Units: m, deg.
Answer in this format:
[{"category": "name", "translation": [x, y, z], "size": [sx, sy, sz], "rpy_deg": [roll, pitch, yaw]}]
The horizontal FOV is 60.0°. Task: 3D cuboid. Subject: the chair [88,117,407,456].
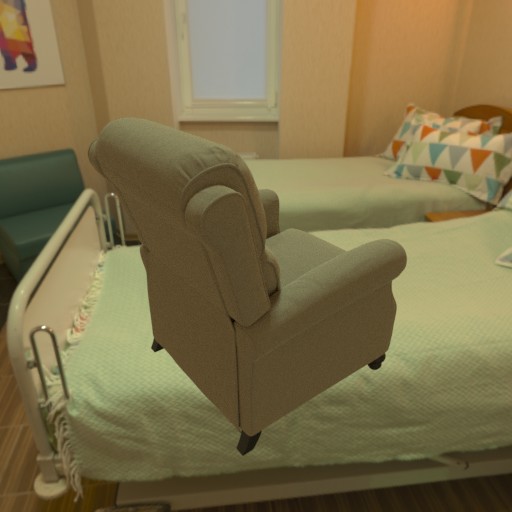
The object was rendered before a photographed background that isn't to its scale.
[{"category": "chair", "translation": [0.000, 0.000, 1.720], "size": [0.919, 1.046, 0.859], "rpy_deg": [-19, 33, -32]}]
